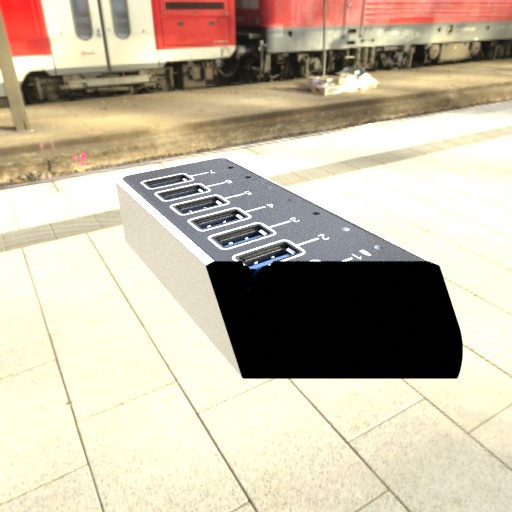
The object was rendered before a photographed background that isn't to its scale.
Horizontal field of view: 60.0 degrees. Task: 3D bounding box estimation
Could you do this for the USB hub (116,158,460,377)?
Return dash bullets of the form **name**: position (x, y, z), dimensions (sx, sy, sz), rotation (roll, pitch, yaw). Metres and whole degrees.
- **USB hub**: position (0.000, 0.000, 0.125), dimensions (0.044, 0.023, 0.110), rotation (-18, 34, -28)
